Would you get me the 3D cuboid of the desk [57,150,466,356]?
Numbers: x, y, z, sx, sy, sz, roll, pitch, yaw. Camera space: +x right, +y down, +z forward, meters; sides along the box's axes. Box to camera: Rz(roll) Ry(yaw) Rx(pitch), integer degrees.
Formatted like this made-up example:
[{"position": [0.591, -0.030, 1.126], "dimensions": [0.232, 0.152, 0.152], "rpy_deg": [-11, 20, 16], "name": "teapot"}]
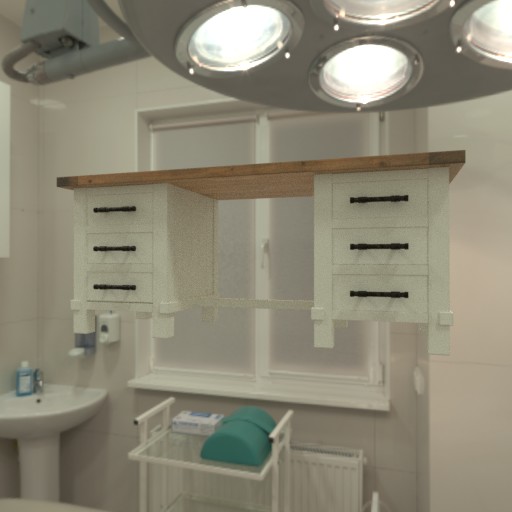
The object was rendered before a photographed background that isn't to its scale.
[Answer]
[{"position": [0.000, 0.000, 2.199], "dimensions": [1.803, 0.760, 0.688], "rpy_deg": [0, 0, 17], "name": "desk"}]
